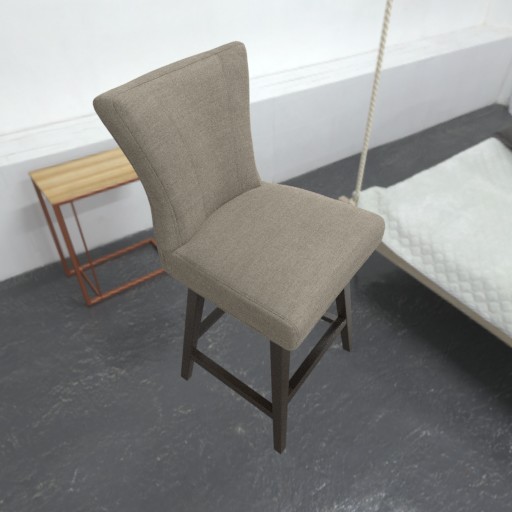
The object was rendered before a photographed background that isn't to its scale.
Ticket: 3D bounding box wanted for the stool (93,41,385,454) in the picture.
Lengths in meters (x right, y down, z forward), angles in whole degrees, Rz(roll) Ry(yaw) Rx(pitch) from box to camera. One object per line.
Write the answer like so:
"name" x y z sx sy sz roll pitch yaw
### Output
"stool" 0.000 0.000 1.300 0.574 1.000 0.514 25 47 26
